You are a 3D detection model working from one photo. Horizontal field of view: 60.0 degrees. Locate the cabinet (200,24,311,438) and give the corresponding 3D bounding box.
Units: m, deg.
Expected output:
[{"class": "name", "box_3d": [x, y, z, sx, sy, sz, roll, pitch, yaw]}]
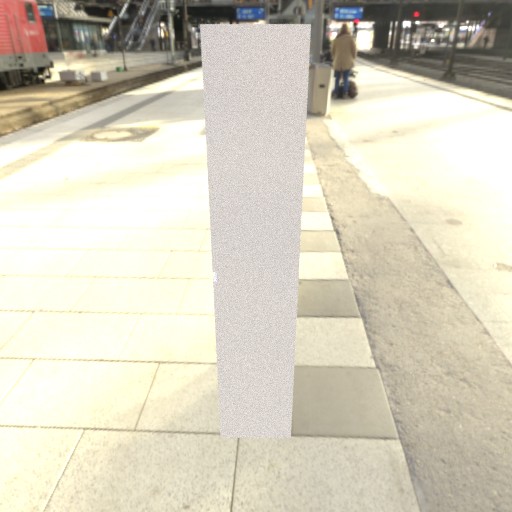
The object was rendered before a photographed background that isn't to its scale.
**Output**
[{"class": "cabinet", "box_3d": [0.000, 0.000, 1.518, 0.269, 1.400, 0.300, 0, 26, 0]}]
